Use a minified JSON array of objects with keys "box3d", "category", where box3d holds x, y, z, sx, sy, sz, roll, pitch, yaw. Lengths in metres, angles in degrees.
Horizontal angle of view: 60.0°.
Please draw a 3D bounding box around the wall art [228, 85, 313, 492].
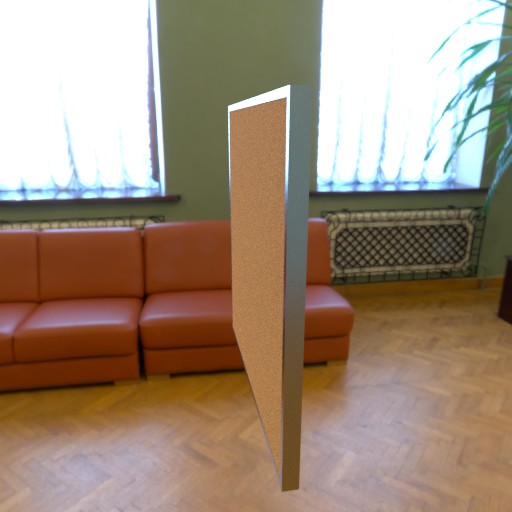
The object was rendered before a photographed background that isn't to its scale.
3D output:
[{"box3d":[0.000,0.000,1.209,0.038,0.806,0.806,-3,17,-10],"category":"wall art"}]
